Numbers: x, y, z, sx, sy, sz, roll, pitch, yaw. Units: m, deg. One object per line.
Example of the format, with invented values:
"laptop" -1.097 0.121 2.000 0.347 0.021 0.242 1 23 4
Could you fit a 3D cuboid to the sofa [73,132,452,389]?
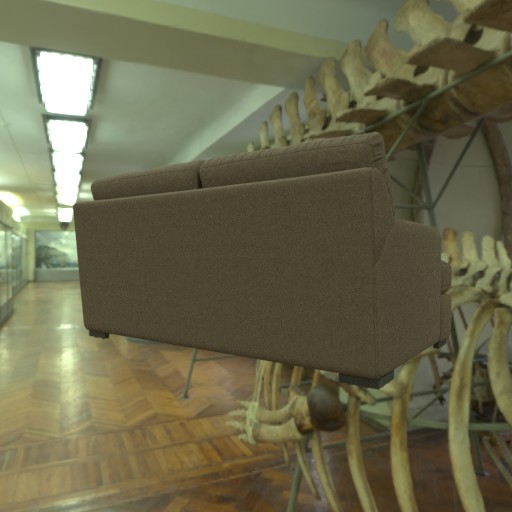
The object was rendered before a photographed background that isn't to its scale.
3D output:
"sofa" 0.000 0.000 2.466 1.869 0.950 1.140 0 0 36
